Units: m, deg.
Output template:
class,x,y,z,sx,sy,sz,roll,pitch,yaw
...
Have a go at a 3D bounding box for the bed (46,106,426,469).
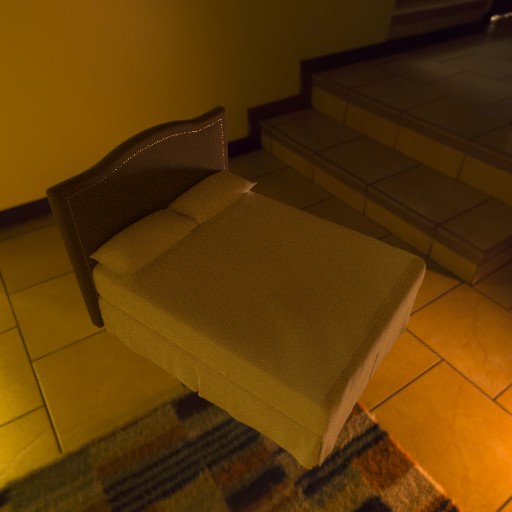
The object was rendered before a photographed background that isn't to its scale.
class,x,y,z,sx,sy,sz,roll,pitch,yaw
bed,0.000,0.000,3.157,2.036,1.387,1.666,25,46,27
